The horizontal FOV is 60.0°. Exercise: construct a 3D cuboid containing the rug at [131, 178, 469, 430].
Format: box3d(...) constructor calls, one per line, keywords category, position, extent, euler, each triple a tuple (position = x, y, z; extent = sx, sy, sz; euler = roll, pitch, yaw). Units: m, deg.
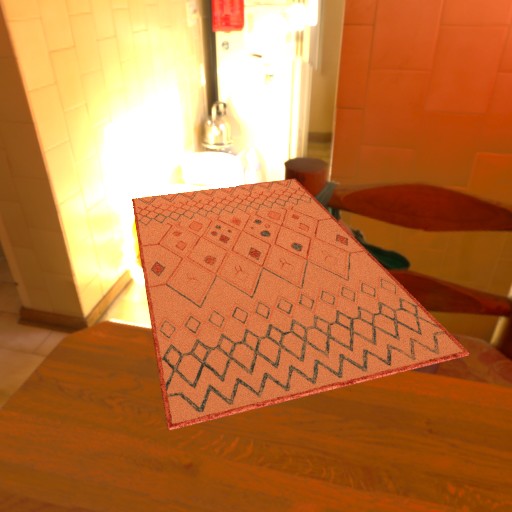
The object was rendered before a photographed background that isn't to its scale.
box3d(category="rug", position=(0.000, 0.000, 3.047), extent=(1.524, 0.015, 2.438), euler=(-9, 33, -14))
